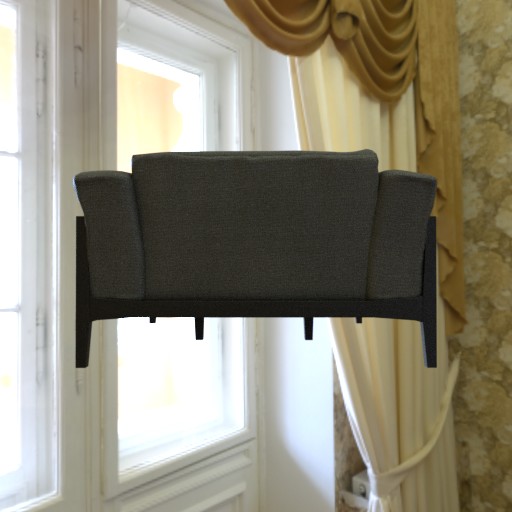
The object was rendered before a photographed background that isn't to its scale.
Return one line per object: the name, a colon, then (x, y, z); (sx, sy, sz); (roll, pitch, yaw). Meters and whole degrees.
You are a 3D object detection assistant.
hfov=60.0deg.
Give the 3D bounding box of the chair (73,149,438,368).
chair: (0.000, 0.000, 1.712); (1.056, 0.646, 0.969); (0, 0, 0)
